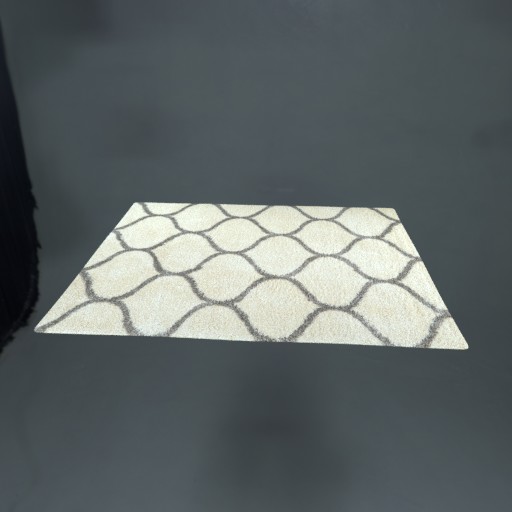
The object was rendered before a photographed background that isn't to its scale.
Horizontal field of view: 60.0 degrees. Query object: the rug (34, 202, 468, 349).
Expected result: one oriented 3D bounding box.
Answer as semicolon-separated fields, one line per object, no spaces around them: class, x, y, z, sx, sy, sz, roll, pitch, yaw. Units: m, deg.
rug;0.000;0.000;4.080;3.000;0.026;2.399;2;29;3
